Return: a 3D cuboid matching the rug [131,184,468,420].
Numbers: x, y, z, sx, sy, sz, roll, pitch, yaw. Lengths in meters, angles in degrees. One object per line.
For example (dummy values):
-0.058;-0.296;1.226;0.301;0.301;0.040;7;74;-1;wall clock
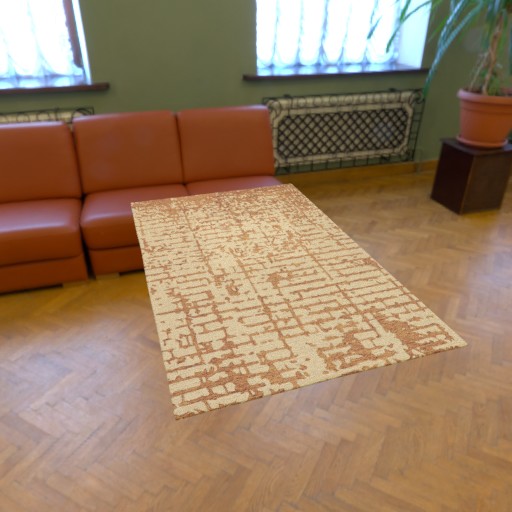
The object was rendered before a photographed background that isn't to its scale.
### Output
0.000;0.000;3.087;1.517;0.011;2.435;-9;31;-16;rug
